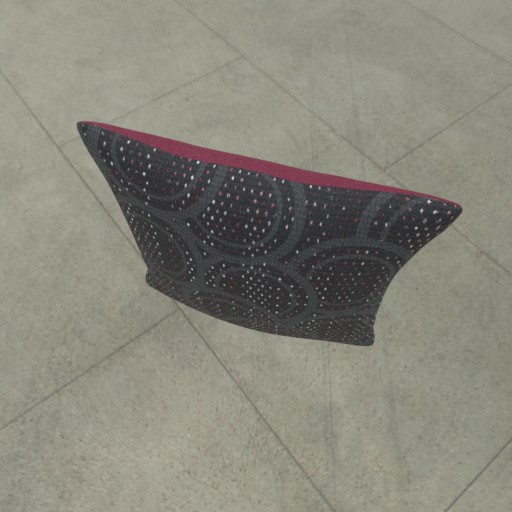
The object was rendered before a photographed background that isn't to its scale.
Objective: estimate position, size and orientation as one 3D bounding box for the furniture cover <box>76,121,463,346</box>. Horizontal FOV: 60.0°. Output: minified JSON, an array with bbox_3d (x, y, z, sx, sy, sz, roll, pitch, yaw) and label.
[{"bbox_3d":[0.000,0.000,0.820,0.552,0.509,0.193,14,60,8],"label":"furniture cover"}]
